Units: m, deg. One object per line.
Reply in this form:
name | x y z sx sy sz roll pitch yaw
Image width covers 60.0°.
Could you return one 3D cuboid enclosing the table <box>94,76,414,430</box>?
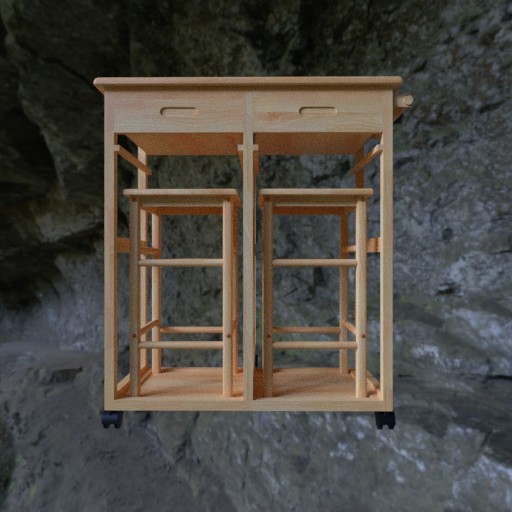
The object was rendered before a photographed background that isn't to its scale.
table | 0.000 0.000 1.372 0.752 0.832 0.693 0 0 1
